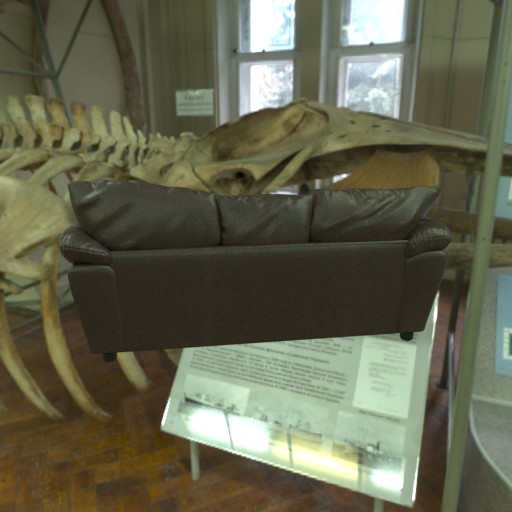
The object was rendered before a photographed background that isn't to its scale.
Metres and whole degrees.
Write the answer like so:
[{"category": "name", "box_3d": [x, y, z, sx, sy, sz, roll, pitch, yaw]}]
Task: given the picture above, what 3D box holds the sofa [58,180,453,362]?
[{"category": "sofa", "box_3d": [0.000, 0.000, 2.958, 2.390, 1.091, 0.907, -2, 16, -8]}]
